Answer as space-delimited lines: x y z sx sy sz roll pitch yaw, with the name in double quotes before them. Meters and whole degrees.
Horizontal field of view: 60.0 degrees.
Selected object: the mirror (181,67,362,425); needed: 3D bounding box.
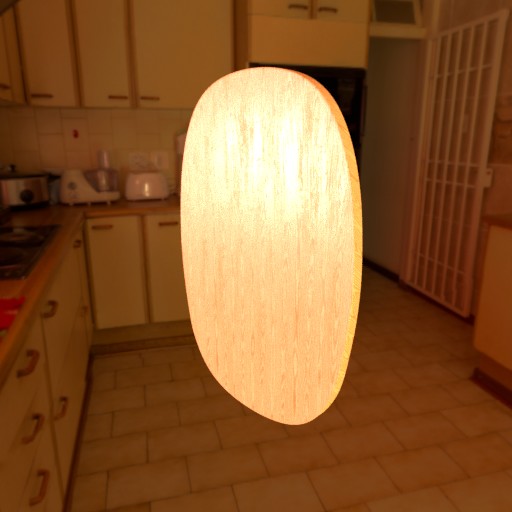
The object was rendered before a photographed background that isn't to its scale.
"mirror" 0.000 0.000 1.370 0.724 1.075 0.037 15 21 43
